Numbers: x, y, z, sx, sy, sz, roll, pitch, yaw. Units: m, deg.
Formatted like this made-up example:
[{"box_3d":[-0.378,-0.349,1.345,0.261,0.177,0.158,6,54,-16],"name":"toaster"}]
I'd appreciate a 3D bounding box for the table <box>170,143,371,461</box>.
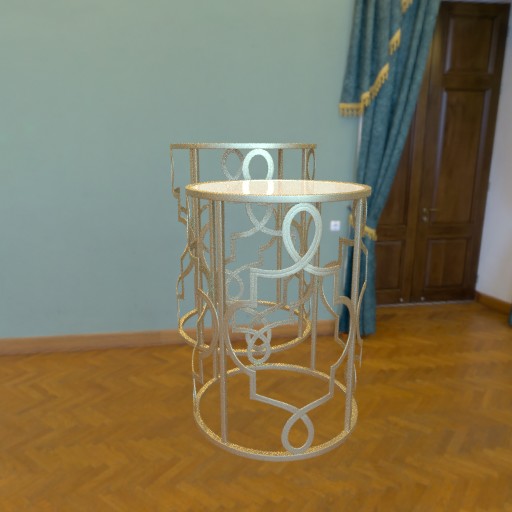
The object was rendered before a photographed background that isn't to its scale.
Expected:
[{"box_3d":[0.000,0.000,1.146,0.420,0.564,0.846,-2,14,-10],"name":"table"}]
